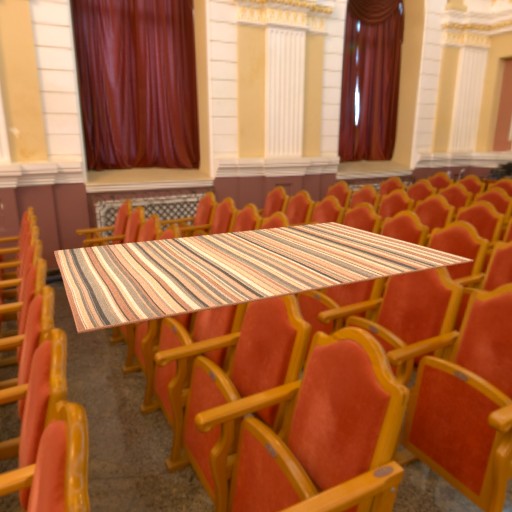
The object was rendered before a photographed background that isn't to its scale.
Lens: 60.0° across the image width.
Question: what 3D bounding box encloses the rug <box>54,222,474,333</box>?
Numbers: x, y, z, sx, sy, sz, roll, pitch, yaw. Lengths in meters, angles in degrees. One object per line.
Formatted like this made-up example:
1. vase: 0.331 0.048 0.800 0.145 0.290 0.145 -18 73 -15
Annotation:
1. rug: 0.000 0.000 3.025 2.438 0.014 1.523 -8 17 -26
